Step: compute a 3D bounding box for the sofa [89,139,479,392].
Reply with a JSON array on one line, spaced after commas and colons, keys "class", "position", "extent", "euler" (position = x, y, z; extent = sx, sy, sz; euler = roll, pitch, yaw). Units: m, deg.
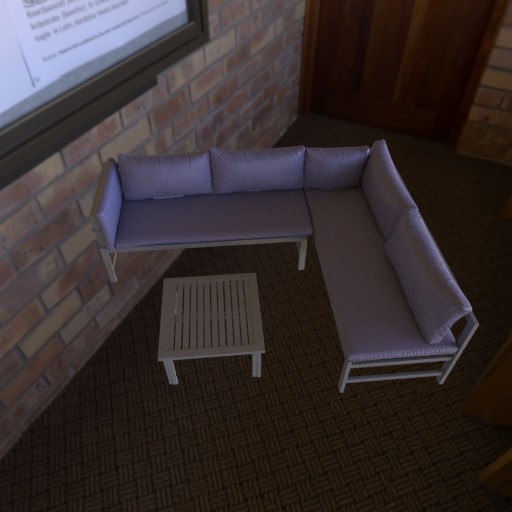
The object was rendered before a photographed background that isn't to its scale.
[{"class": "sofa", "position": [0.000, 0.000, 2.954], "extent": [2.149, 0.762, 1.658], "euler": [-4, 46, -4]}]
